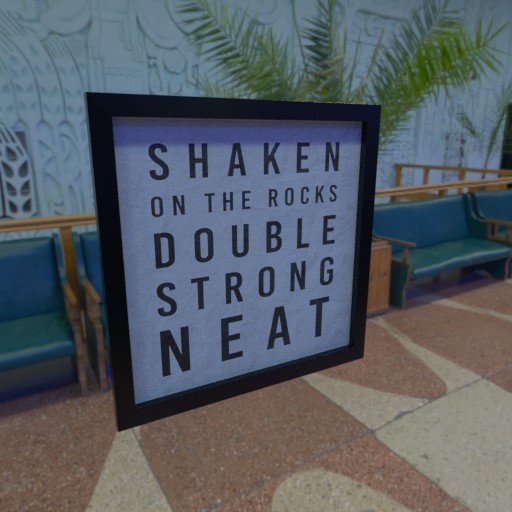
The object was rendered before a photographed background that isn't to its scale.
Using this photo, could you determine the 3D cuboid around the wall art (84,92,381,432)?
[{"bbox_3d":[0.000,0.000,0.523,0.349,0.349,0.014,-8,17,-28],"label":"wall art"}]
